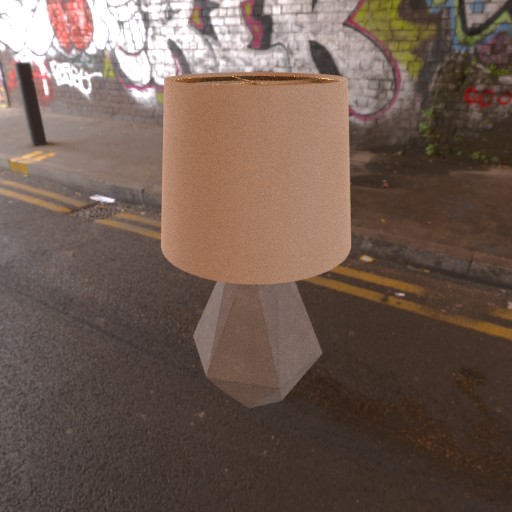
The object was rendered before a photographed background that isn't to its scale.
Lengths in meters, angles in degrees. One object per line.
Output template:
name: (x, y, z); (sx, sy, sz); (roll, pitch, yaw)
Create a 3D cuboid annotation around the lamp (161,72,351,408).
lamp: (0.000, 0.000, 0.669); (0.276, 0.501, 0.276); (0, 26, 0)
